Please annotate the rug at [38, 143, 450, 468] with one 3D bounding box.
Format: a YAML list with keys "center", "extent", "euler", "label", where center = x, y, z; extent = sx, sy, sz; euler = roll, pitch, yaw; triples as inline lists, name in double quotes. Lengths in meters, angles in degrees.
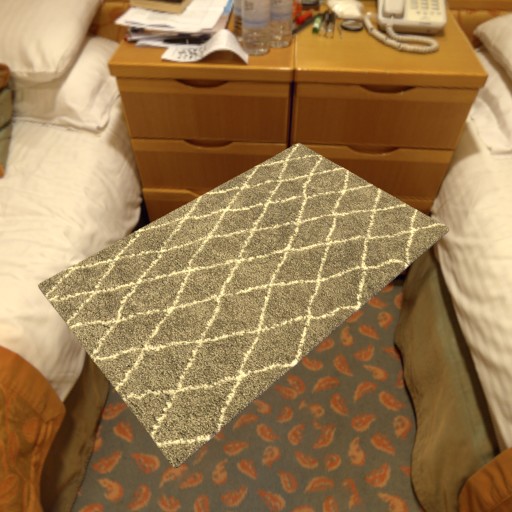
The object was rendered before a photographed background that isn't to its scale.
- center: [0.000, 0.000, 3.040]
  extent: [2.438, 0.030, 1.524]
  euler: [-34, 55, -27]
  label: "rug"
